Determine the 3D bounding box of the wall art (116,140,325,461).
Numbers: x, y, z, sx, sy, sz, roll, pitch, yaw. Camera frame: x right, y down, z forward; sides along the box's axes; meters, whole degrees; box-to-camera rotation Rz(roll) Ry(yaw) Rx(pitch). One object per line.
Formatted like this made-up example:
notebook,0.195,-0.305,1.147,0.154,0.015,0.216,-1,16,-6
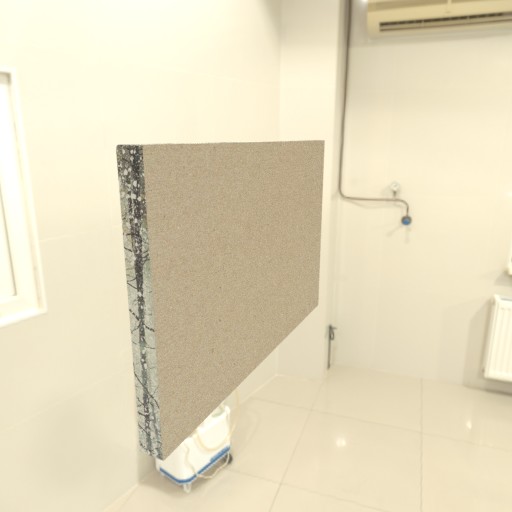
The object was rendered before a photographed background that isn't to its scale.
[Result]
wall art,0.000,0.000,0.798,0.042,0.398,0.618,8,17,26
